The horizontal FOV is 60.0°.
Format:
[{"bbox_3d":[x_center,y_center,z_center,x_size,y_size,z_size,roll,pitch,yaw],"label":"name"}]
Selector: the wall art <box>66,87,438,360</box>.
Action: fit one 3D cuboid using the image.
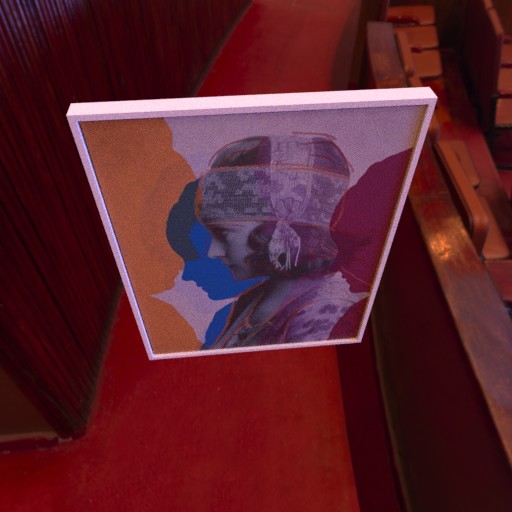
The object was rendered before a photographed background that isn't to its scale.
[{"bbox_3d":[0.000,0.000,0.736,0.443,0.549,0.030,-4,47,-4],"label":"wall art"}]
